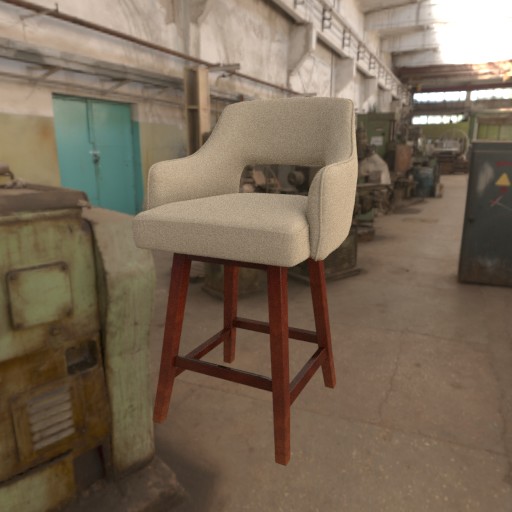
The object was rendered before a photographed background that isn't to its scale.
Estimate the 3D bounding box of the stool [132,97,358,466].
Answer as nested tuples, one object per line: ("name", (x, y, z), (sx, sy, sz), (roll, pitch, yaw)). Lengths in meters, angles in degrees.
("stool", (0.000, 0.000, 1.316), (0.550, 0.936, 0.560), (7, 16, 26))
